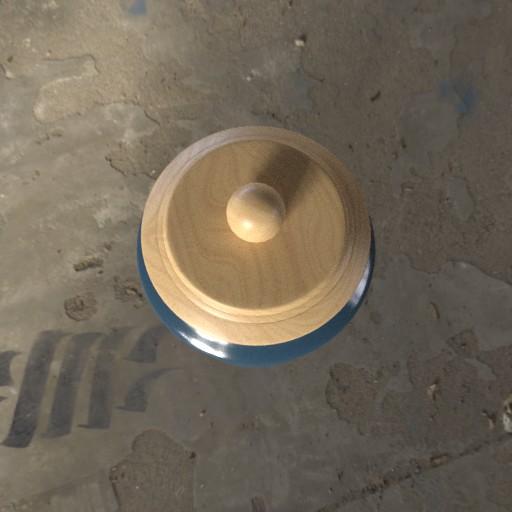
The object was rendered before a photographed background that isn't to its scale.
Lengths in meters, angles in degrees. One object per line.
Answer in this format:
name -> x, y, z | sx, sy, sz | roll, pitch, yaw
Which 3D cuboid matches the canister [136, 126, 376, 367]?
canister -> 0.000, 0.000, 0.269 | 0.130, 0.176, 0.130 | 0, 75, 0
